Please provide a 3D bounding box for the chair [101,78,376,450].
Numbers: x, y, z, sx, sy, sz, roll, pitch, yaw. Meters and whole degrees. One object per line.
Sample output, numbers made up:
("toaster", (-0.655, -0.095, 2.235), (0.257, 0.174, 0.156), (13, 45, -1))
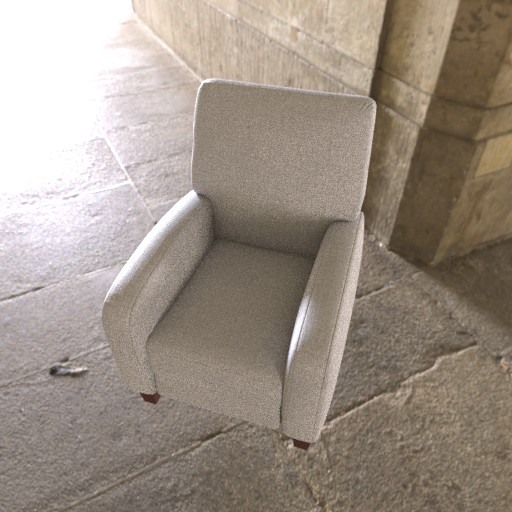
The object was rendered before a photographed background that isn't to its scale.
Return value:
("chair", (0.000, 0.000, 1.649), (0.762, 0.990, 0.990), (12, 44, 13))
